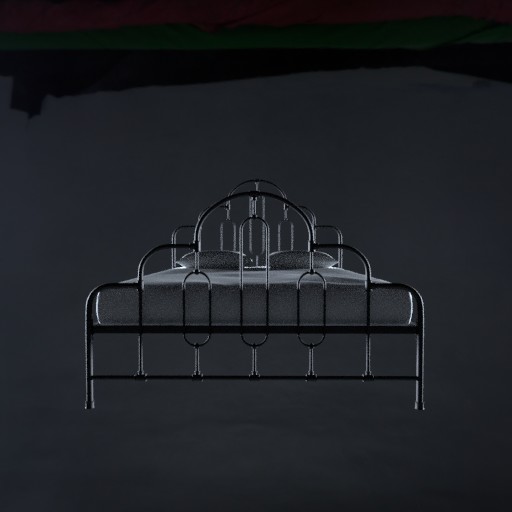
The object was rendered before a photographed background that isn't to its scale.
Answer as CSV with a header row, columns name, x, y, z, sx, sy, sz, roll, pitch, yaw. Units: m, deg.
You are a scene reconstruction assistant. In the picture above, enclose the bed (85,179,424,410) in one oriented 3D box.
name,x,y,z,sx,sy,sz,roll,pitch,yaw
bed,0.000,0.000,3.193,1.640,1.429,2.163,0,1,0
